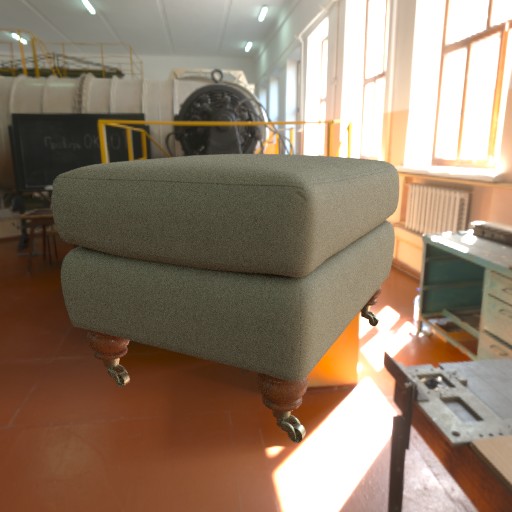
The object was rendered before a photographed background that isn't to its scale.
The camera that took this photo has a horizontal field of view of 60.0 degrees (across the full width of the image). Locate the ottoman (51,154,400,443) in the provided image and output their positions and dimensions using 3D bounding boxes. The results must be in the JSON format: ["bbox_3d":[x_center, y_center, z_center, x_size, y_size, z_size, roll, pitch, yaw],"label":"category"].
[{"bbox_3d":[0.000,0.000,1.125,0.569,0.504,0.773,7,15,27],"label":"ottoman"}]
